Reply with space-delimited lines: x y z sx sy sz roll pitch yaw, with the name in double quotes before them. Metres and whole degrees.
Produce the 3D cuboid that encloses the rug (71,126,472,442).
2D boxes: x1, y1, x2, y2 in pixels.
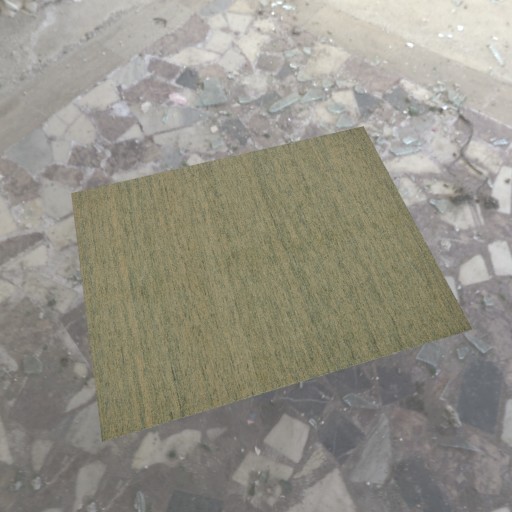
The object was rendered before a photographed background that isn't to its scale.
"rug" 0.000 0.000 4.173 3.201 0.014 2.437 -15 64 -7
